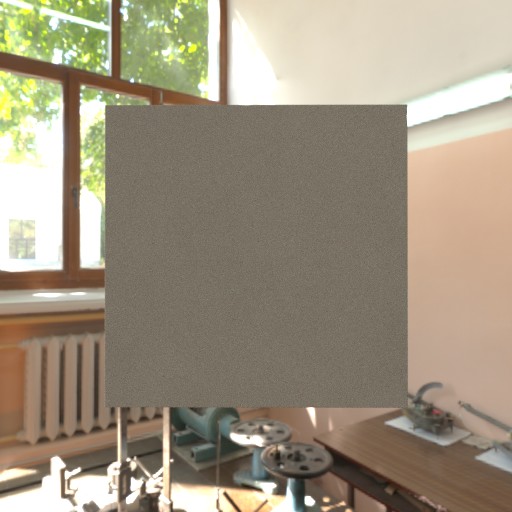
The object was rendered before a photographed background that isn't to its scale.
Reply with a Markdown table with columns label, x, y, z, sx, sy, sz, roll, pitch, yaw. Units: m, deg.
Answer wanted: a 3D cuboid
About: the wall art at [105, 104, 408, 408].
| label | x | y | z | sx | sy | sz | roll | pitch | yaw |
| --- | --- | --- | --- | --- | --- | --- | --- | --- | --- |
| wall art | 0.000 | 0.000 | 1.134 | 0.762 | 0.762 | 0.040 | 0 | 0 | 0 |
